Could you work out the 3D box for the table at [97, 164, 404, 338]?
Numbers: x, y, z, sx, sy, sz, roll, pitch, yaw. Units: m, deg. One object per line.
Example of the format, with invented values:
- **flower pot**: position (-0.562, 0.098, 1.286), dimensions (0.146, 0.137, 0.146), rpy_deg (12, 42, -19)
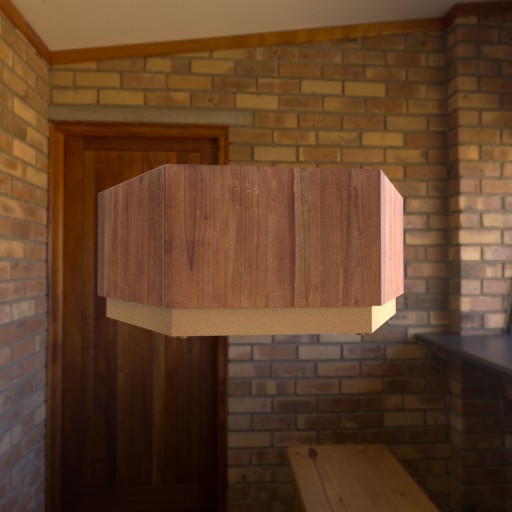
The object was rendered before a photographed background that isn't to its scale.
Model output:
- **table**: position (0.000, 0.000, 1.668), dimensions (1.000, 0.456, 1.154), rpy_deg (1, -1, -36)
